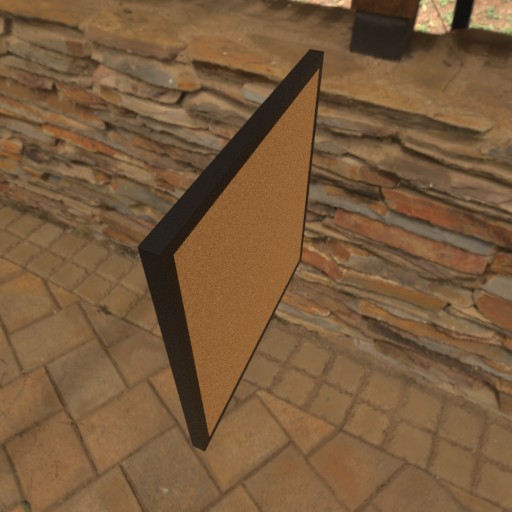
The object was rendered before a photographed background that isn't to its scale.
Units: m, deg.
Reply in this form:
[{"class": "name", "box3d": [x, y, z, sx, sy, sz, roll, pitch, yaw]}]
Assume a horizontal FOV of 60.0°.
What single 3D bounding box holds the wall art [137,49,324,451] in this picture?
[{"class": "wall art", "box3d": [0.000, 0.000, 1.147, 0.038, 0.762, 0.762, 18, 49, 16]}]
